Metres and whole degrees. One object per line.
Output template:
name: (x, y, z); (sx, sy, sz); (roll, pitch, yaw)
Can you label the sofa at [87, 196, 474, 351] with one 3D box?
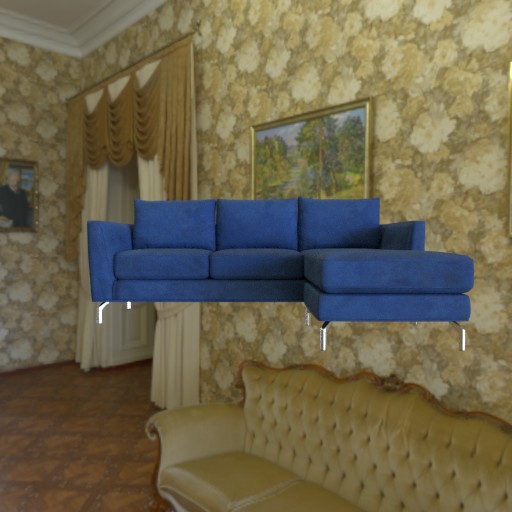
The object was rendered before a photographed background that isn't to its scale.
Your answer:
sofa: (0.000, 0.000, 3.209); (2.438, 0.987, 1.622); (0, 2, 0)
